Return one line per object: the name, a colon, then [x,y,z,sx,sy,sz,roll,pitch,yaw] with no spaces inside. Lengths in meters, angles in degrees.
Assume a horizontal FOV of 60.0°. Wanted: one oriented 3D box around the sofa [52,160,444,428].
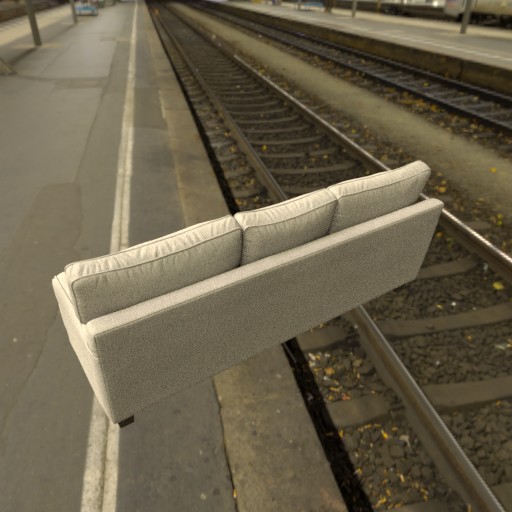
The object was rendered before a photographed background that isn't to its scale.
sofa: [0.000,0.000,2.832,2.323,0.991,1.016,-19,37,-28]
